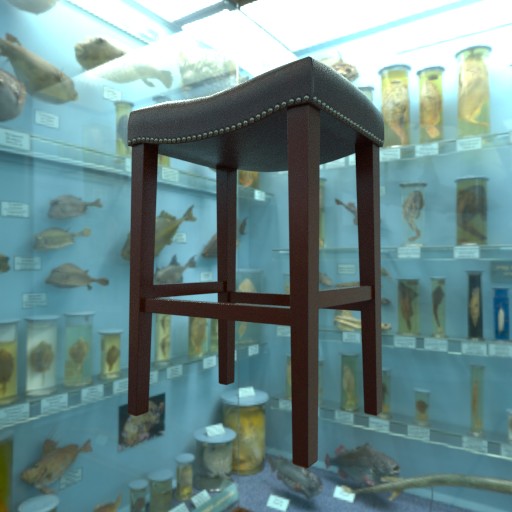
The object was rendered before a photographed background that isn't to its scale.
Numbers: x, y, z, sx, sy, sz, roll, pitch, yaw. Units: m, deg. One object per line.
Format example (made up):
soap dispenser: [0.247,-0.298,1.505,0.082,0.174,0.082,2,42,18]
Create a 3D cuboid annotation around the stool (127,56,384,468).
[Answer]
stool: [0.000,0.000,1.052,0.504,0.742,0.372,-1,-1,36]
